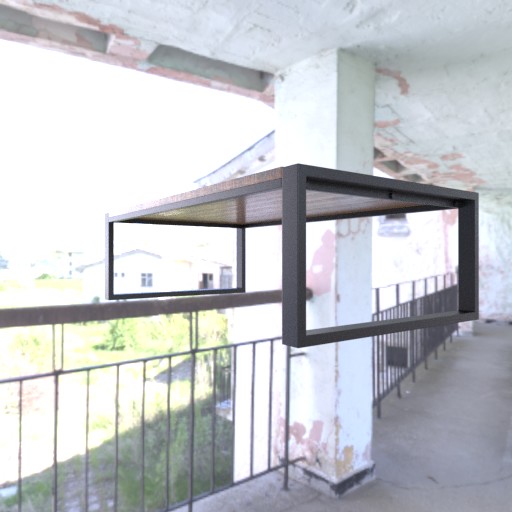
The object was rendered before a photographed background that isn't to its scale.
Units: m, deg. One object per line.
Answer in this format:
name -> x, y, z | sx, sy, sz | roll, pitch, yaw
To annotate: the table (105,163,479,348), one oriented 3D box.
table -> 0.000, 0.000, 1.718 | 0.750, 0.400, 1.350 | 0, 0, -36
